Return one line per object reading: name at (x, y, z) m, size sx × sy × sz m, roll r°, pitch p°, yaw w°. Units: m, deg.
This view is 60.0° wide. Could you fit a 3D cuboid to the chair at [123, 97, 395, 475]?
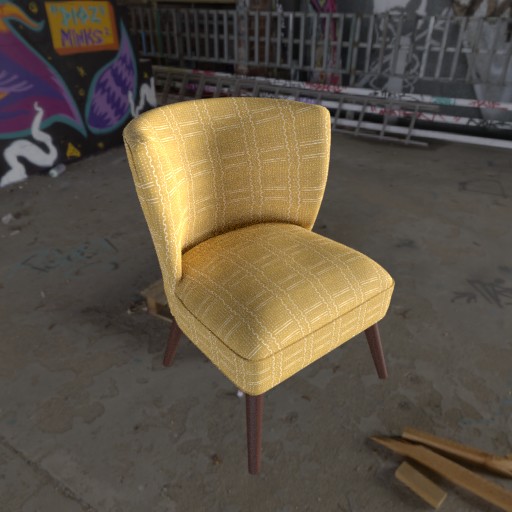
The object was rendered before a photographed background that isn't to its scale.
chair at (0.000, 0.000, 1.440) m, size 0.706 × 0.866 × 0.758 m, roll -22°, pitch 37°, yaw -33°
